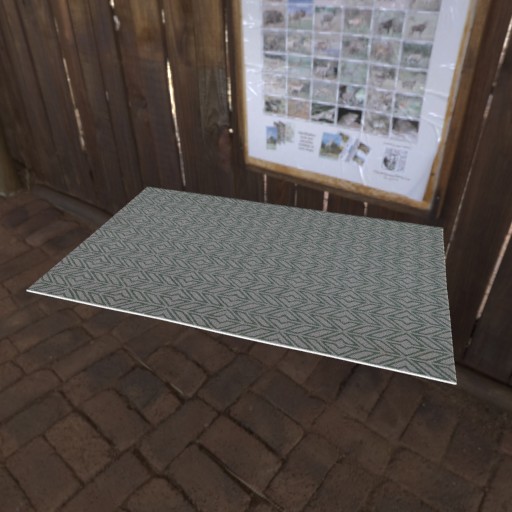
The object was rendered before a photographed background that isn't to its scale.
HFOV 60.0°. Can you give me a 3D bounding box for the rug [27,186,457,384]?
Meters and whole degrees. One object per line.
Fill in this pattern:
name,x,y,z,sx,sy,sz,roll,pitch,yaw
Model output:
rug,0.000,0.000,2.980,2.435,0.011,1.517,10,35,14
